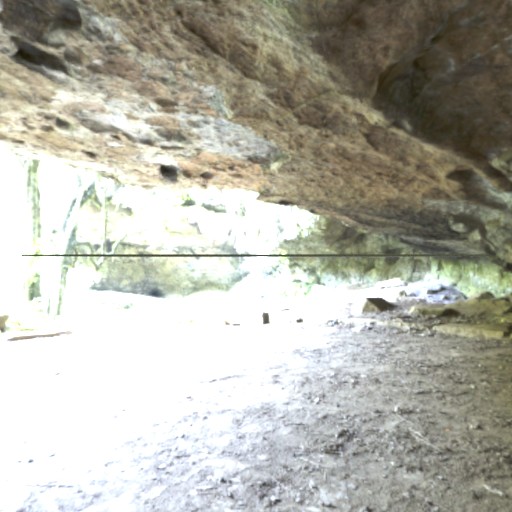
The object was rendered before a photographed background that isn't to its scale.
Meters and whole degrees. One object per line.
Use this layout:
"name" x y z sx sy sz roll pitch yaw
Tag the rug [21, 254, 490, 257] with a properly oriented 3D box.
"rug" 0.000 0.000 3.472 2.584 0.011 2.073 0 0 1
